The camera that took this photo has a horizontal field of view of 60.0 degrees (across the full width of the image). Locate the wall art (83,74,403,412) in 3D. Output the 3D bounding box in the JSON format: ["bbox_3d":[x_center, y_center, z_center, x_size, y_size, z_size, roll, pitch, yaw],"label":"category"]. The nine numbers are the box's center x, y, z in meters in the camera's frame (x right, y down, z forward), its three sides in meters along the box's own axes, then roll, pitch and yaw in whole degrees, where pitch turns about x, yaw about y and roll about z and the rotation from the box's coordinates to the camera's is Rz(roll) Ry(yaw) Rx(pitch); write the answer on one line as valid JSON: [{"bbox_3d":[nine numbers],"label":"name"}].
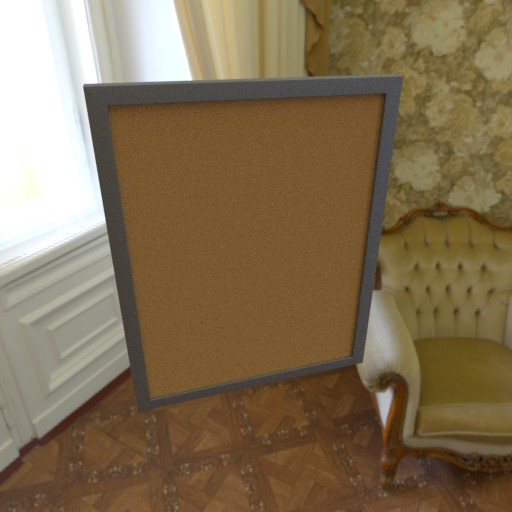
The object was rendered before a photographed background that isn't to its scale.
[{"bbox_3d":[0.000,0.000,0.750,0.458,0.558,0.029,-8,28,-15],"label":"wall art"}]
